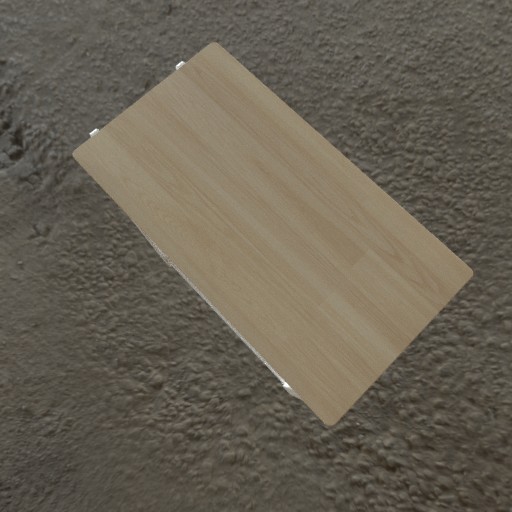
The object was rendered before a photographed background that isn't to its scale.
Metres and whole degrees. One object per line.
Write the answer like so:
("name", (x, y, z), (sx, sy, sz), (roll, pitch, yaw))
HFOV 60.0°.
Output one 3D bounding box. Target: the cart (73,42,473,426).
("cart", (0.000, 0.000, 1.449), (0.457, 0.927, 0.899), (-43, 79, -11))
